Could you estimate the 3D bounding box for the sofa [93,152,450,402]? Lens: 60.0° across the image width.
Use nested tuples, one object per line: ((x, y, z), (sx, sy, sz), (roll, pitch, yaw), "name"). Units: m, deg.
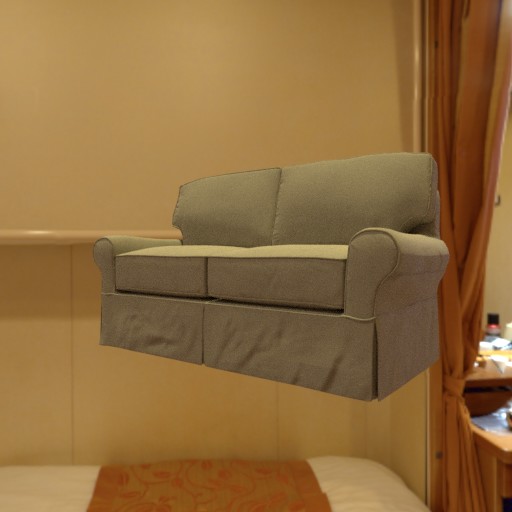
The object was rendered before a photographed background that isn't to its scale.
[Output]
((0.000, 0.000, 2.363), (1.823, 1.024, 0.841), (1, 1, 37), "sofa")
